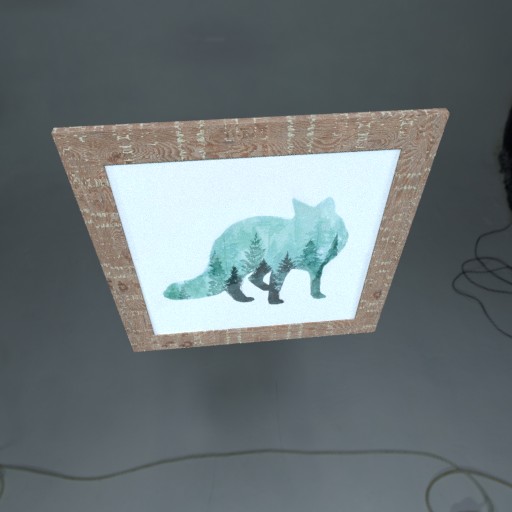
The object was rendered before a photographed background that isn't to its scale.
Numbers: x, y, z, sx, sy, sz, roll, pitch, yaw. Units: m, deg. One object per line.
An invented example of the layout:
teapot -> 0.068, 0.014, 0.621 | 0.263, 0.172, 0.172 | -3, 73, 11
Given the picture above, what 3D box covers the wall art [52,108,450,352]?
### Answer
wall art -> 0.000, 0.000, 0.569 | 0.384, 0.384, 0.012 | -4, 47, -4
